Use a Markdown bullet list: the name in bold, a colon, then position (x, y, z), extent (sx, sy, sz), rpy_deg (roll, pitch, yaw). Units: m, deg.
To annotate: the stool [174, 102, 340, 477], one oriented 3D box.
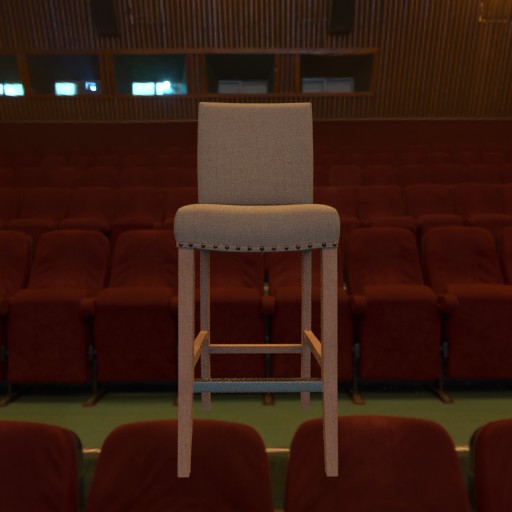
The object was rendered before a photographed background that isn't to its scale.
- **stool**: position (0.000, 0.000, 1.456), extent (0.445, 1.173, 0.585), rpy_deg (0, 0, -1)
